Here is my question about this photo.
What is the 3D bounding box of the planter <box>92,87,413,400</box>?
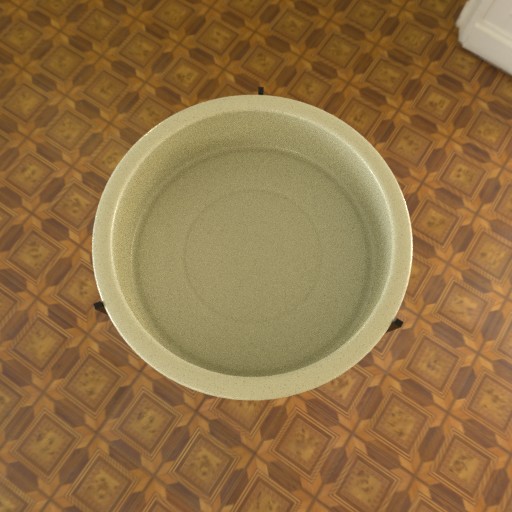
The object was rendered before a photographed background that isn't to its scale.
[{"bbox_3d":[0.000,0.000,0.543,0.345,0.171,0.336,32,77,9],"label":"planter"}]
